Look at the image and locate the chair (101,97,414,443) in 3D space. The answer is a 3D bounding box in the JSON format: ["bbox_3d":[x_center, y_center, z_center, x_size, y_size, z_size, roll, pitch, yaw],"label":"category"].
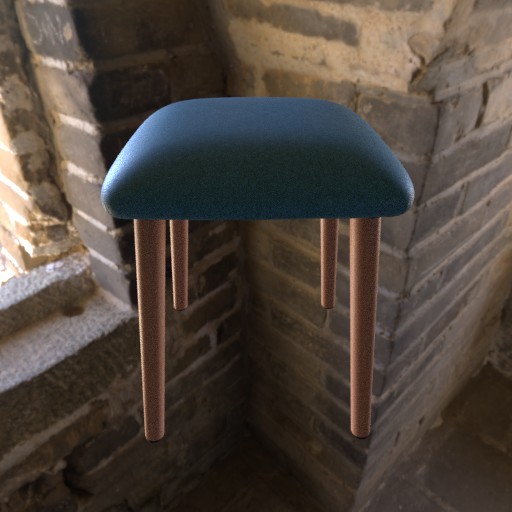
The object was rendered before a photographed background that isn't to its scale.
[{"bbox_3d":[0.000,0.000,0.701,0.360,0.450,0.360,-1,32,-1],"label":"chair"}]
